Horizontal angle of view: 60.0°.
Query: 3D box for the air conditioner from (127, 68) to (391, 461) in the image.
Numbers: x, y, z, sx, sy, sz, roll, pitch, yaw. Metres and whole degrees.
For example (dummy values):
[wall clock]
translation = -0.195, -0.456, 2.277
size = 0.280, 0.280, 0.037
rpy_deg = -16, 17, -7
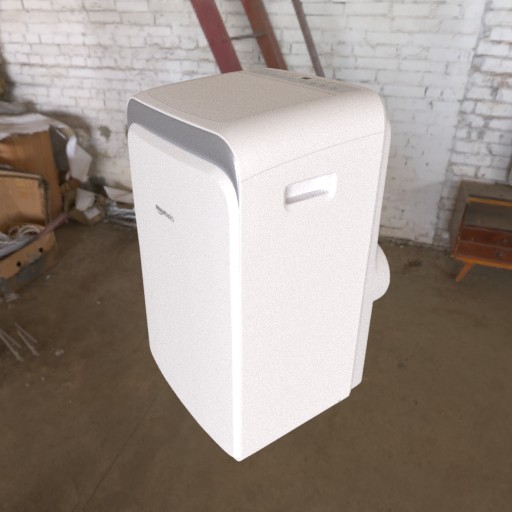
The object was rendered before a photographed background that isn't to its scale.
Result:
[air conditioner]
translation = 0.000, 0.000, 1.046
size = 0.467, 0.765, 0.478
rpy_deg = -21, 37, -30
